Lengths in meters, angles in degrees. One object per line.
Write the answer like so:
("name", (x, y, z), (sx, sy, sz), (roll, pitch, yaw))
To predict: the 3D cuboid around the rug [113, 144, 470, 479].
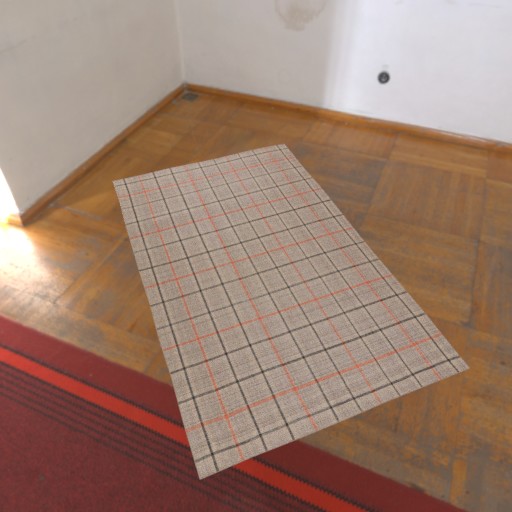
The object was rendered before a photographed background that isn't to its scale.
("rug", (0.000, 0.000, 2.996), (1.524, 0.015, 2.439), (-16, 48, -15))
